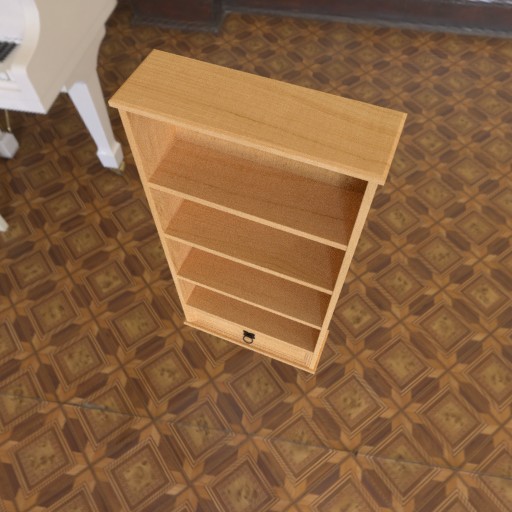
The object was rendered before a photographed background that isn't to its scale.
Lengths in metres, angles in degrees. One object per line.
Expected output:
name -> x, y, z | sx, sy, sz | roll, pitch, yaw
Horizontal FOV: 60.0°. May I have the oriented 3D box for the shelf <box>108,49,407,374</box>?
shelf -> 0.000, 0.000, 1.243 | 0.520, 1.030, 0.175 | 19, 60, 11
